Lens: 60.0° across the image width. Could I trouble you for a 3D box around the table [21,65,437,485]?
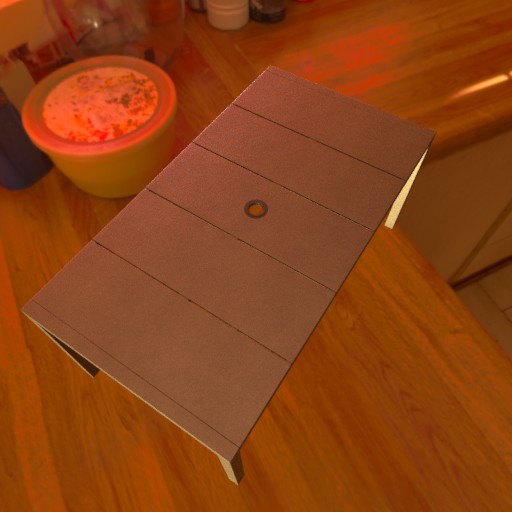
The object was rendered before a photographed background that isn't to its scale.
[{"bbox_3d":[0.000,0.000,2.130,0.914,0.735,1.680,29,62,17],"label":"table"}]
